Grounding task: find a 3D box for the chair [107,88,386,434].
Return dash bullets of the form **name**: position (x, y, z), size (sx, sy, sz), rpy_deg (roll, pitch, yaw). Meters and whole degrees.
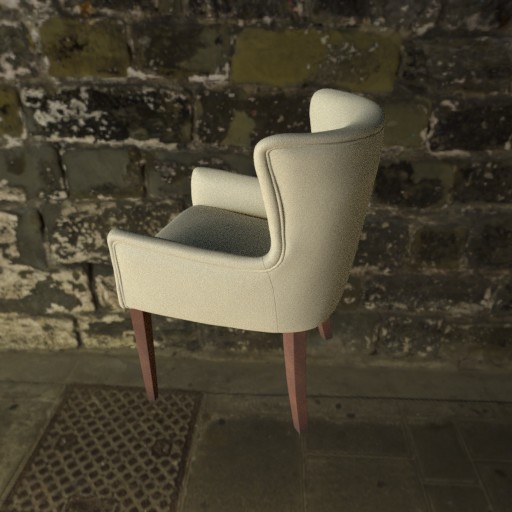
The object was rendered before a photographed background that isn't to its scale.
- **chair**: position (0.000, 0.000, 1.430), size (0.686, 0.952, 0.660), rpy_deg (9, 31, 15)
